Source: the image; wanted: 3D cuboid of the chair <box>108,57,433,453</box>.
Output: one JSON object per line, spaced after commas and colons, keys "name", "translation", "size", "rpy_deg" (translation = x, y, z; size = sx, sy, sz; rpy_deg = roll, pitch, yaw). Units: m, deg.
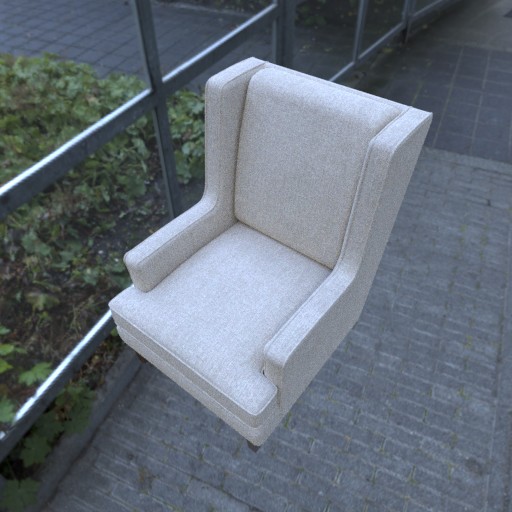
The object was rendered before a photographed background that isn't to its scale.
{"name": "chair", "translation": [0.000, 0.000, 1.731], "size": [0.764, 1.082, 0.948], "rpy_deg": [29, 52, 26]}
